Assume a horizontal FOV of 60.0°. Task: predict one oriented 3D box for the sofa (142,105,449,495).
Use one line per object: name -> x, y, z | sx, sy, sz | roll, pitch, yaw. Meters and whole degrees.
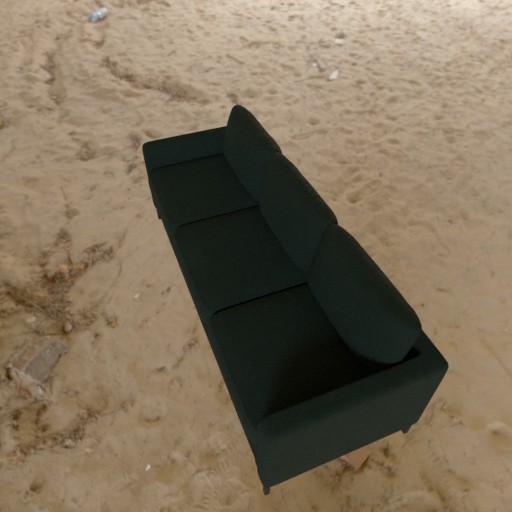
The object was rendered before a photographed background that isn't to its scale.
sofa -> 0.000, 0.000, 2.596 | 0.859, 0.870, 2.218 | -16, 47, -15
